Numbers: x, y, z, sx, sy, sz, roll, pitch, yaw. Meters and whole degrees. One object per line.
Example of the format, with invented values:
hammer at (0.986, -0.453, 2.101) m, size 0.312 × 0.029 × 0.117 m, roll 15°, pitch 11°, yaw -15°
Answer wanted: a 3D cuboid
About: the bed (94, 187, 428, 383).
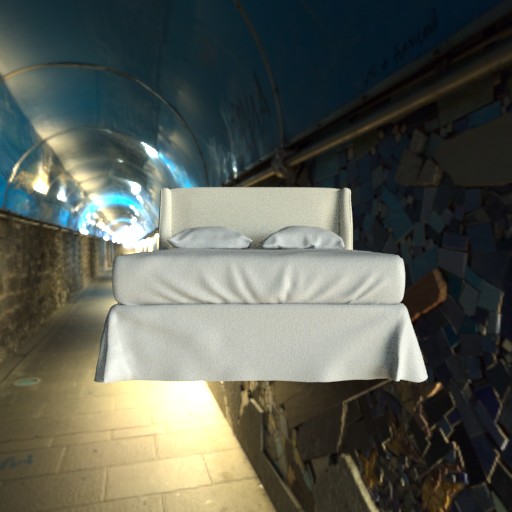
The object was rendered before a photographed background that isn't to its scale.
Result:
bed at (0.000, 0.000, 3.454) m, size 1.925 × 1.332 × 2.276 m, roll 0°, pitch 2°, yaw 0°
